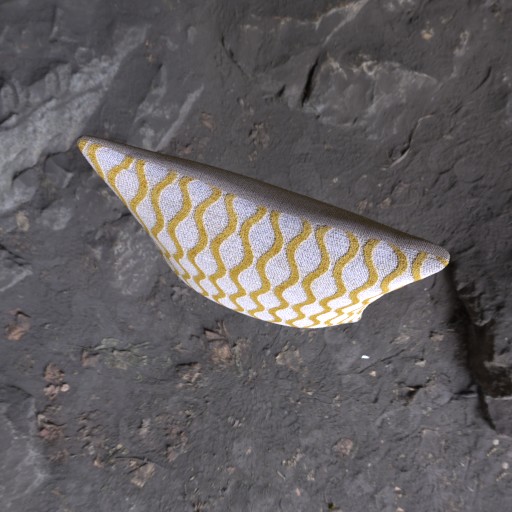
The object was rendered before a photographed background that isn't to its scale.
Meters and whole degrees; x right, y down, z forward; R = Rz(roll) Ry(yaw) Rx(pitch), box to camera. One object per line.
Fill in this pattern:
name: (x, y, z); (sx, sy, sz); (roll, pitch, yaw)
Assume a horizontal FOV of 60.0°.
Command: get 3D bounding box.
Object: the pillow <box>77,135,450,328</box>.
pillow: (0.000, 0.000, 0.680); (0.429, 0.436, 0.159); (18, 75, 5)
